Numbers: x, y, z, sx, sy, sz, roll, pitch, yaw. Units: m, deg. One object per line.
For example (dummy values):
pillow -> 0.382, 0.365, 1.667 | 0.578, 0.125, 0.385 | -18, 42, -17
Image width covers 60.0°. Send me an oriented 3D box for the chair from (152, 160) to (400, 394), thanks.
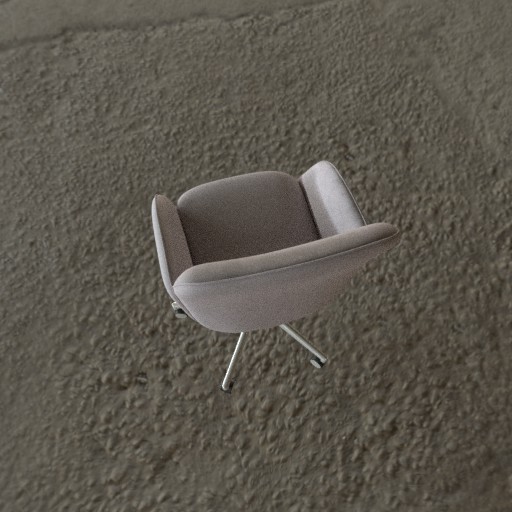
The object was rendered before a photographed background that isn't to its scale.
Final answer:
chair -> 0.000, 0.000, 1.424 | 0.648, 0.959, 0.654 | -13, 60, -8
